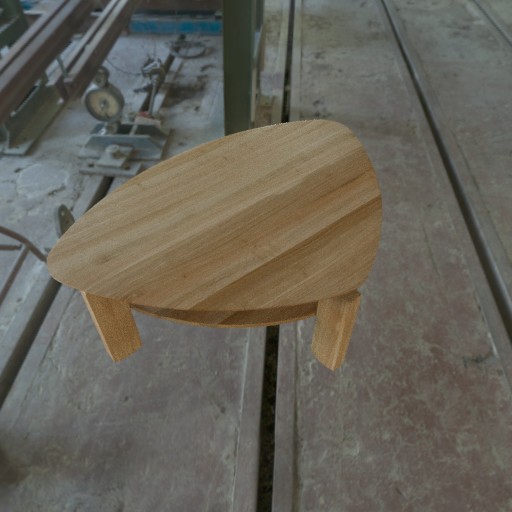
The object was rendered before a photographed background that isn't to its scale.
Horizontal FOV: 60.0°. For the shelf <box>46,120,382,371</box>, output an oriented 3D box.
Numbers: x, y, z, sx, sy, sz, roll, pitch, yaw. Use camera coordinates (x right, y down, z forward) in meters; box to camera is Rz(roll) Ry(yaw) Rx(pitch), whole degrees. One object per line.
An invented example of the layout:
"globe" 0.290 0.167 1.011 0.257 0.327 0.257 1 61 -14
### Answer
"shelf" 0.000 0.000 1.596 1.240 0.439 0.863 -32 54 -27
